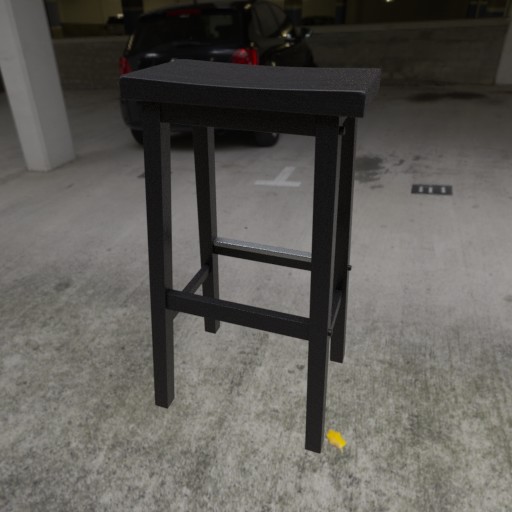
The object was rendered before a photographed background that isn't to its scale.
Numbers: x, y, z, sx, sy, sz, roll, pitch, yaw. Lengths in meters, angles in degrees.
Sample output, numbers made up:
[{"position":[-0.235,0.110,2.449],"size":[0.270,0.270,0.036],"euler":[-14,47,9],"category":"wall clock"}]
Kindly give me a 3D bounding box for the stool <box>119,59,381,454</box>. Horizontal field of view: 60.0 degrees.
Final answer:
[{"position":[0.000,0.000,0.957],"size":[0.406,0.742,0.322],"euler":[10,32,16],"category":"stool"}]
